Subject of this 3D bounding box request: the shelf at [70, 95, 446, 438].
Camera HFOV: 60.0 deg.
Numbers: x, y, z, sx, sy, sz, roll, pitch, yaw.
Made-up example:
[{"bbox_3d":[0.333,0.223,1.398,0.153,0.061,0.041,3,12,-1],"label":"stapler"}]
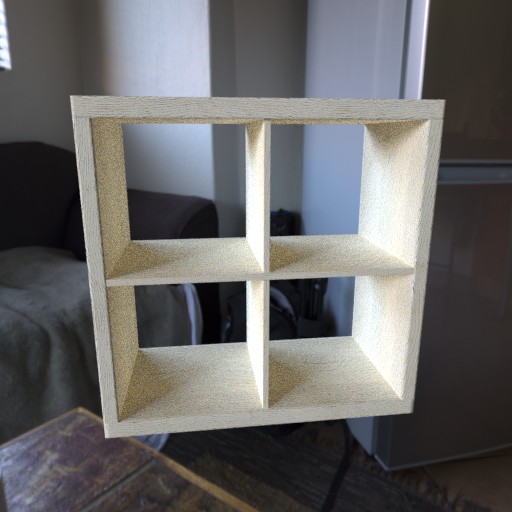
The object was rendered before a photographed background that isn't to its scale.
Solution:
[{"bbox_3d":[0.000,0.000,1.212,0.790,0.786,0.390,-2,15,-7],"label":"shelf"}]
